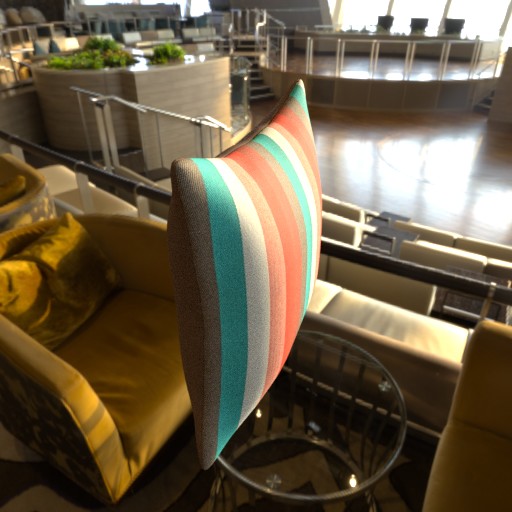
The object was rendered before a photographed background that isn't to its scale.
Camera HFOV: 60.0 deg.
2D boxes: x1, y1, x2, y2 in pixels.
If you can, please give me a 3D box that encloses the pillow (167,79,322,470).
[{"bbox_3d":[0.000,0.000,0.678,0.168,0.443,0.453,10,32,16],"label":"pillow"}]
